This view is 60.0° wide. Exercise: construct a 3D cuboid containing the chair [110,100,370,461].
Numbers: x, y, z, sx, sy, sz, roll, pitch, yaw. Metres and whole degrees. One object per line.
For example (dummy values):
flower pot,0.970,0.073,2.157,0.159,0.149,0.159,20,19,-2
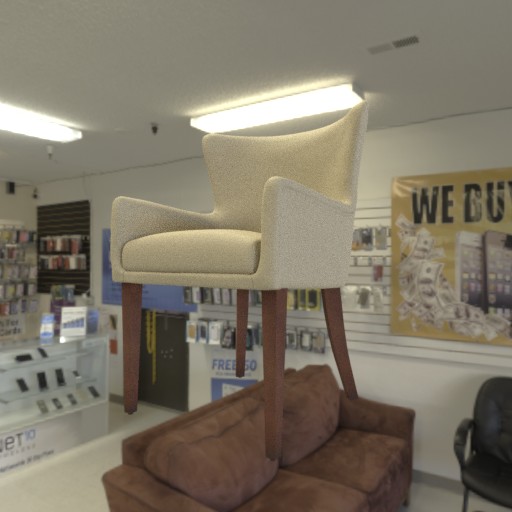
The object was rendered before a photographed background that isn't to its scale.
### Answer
chair,0.000,0.000,1.421,0.660,0.952,0.686,0,0,36
